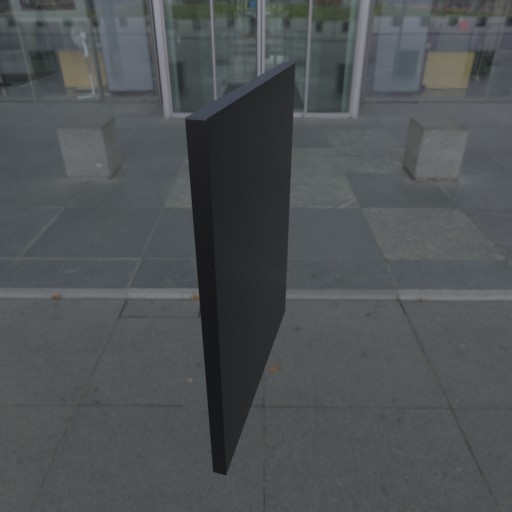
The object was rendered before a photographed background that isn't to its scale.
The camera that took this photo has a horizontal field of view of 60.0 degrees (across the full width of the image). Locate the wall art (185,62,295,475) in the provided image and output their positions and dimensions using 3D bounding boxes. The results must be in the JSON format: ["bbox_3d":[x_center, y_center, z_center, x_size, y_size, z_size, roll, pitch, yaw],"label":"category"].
[{"bbox_3d":[0.000,0.000,1.611,0.053,1.194,0.950,8,31,13],"label":"wall art"}]
